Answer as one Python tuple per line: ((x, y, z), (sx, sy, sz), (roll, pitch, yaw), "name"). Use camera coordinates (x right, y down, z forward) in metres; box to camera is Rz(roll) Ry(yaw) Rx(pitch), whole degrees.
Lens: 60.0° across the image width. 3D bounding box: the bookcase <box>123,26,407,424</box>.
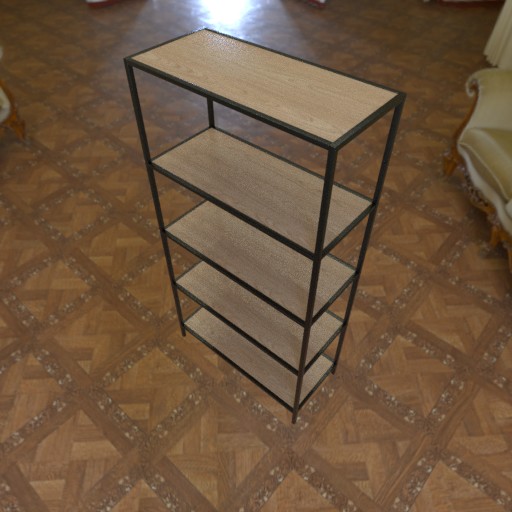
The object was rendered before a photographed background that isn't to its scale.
((0.000, 0.000, 1.811), (0.770, 1.500, 0.350), (31, 54, 27), "bookcase")
